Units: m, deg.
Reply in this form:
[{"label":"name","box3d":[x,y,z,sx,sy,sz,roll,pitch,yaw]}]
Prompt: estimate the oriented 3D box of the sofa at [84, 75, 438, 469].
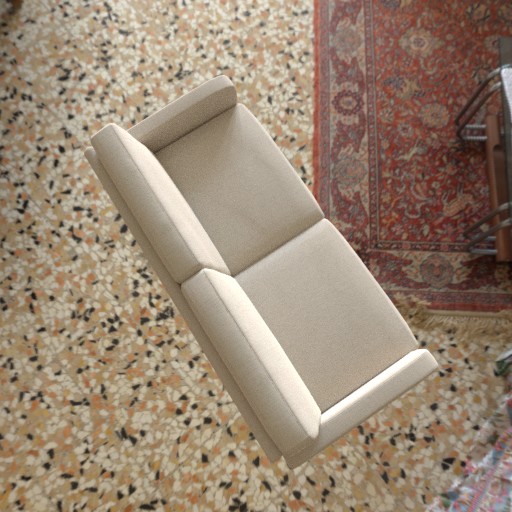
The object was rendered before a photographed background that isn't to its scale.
[{"label":"sofa","box3d":[0.000,0.000,2.227,0.894,0.831,1.808,-32,77,-8]}]
